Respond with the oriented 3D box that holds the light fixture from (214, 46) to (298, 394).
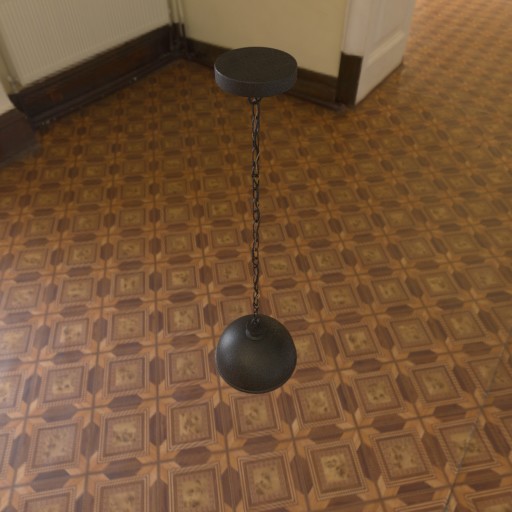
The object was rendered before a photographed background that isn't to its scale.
[{"bbox_3d":[0.000,0.000,1.253,0.304,1.090,0.304,-33,55,-27],"label":"light fixture"}]
